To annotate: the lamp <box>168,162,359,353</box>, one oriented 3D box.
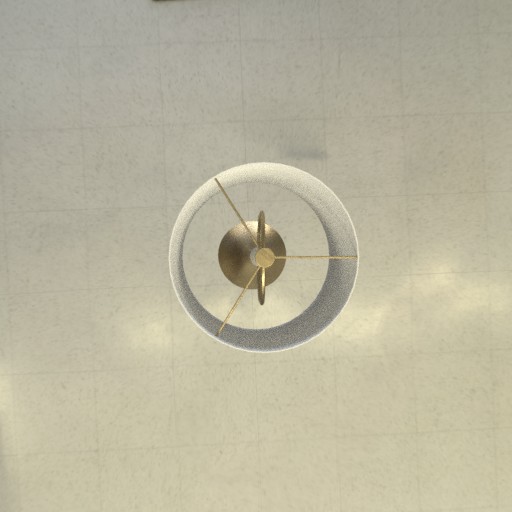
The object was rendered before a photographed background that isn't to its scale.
[{"bbox_3d":[0.000,0.000,0.692,0.231,0.569,0.231,0,90,-2],"label":"lamp"}]
